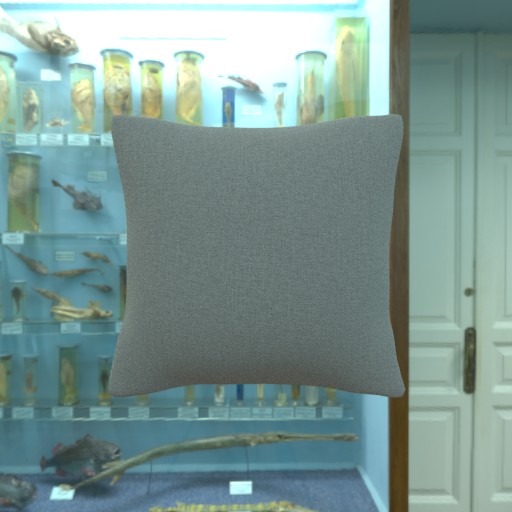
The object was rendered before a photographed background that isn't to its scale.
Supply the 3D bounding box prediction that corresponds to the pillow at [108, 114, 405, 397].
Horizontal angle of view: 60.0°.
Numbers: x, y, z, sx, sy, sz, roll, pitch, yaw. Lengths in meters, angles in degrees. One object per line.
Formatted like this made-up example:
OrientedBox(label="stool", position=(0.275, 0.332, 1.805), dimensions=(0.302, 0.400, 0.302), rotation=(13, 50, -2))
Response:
OrientedBox(label="pillow", position=(0.000, 0.000, 0.654), dimensions=(0.437, 0.419, 0.136), rotation=(0, 1, 1))
